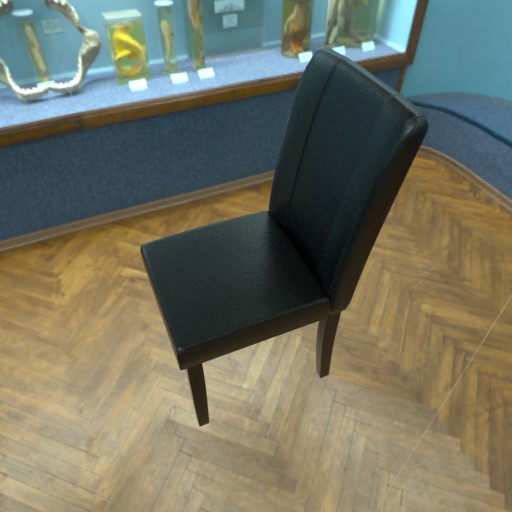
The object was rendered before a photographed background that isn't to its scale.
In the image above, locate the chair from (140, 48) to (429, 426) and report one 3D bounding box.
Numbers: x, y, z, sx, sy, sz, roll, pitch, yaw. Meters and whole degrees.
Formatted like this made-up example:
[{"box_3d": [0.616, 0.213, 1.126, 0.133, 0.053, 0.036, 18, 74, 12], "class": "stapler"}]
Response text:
[{"box_3d": [0.000, 0.000, 1.187, 0.556, 0.897, 0.399, -17, 47, -16], "class": "chair"}]
